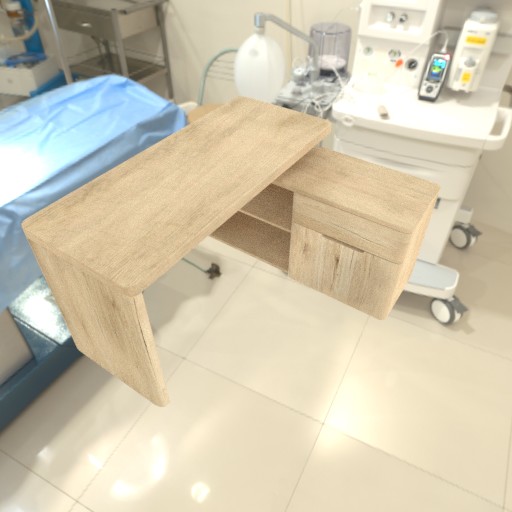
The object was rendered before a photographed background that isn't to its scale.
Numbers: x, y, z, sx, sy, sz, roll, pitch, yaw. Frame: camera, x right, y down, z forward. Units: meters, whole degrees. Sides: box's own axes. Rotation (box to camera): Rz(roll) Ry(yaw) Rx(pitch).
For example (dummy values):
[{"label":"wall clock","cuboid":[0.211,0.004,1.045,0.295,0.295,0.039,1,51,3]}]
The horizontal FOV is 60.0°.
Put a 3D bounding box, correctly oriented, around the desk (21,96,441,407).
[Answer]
[{"label":"desk","cuboid":[0.000,0.000,2.066,1.175,0.770,1.400,25,48,25]}]
